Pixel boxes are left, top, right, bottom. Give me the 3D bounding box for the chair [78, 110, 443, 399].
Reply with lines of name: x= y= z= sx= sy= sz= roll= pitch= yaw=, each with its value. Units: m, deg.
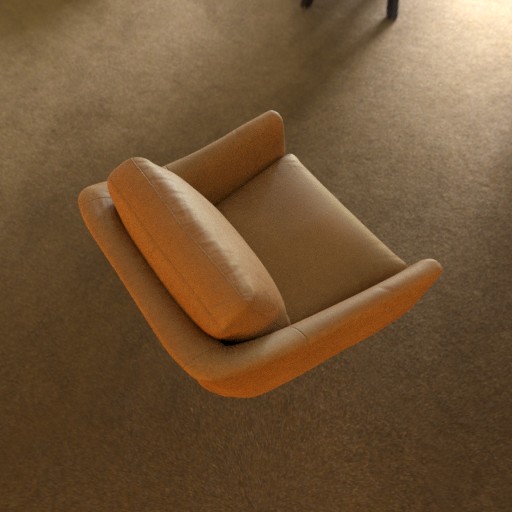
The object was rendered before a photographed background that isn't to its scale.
chair: x=0.000 y=0.000 z=1.721 sx=0.963 sy=0.895 sz=0.988 roll=-32 pitch=65 yaw=-17
